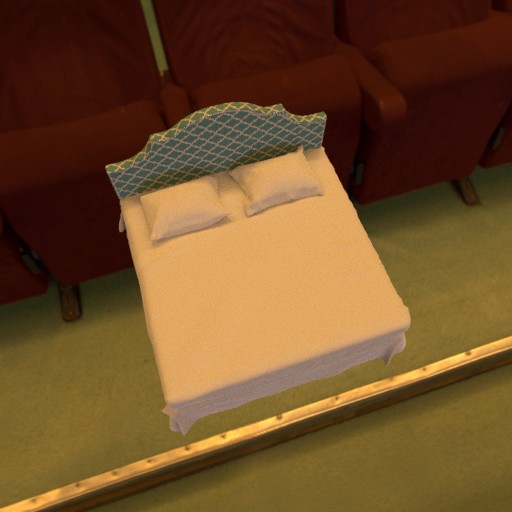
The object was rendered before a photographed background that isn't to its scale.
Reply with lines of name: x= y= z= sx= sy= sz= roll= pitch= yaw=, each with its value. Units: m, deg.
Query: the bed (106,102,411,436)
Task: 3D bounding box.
bed: x=0.000 y=0.000 z=3.772 sx=2.314 sy=1.601 sz=2.222 roll=-16 pitch=64 yaw=-8
